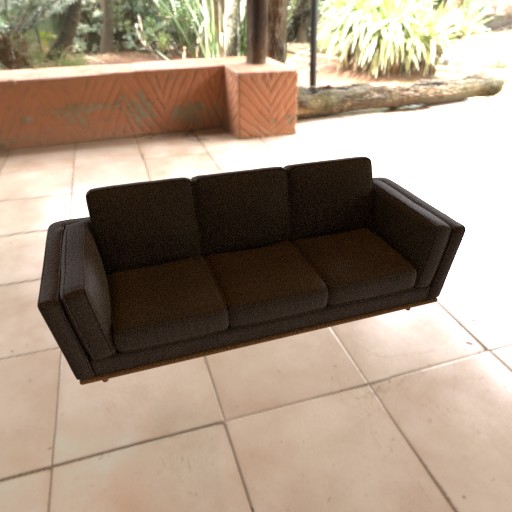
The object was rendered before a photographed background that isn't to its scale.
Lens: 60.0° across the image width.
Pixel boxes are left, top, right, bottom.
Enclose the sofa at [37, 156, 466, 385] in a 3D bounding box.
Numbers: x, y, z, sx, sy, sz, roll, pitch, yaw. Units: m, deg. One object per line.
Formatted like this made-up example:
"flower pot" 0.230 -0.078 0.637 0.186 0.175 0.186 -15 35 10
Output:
"sofa" 0.000 0.000 2.764 2.362 0.899 0.903 -10 33 -16
